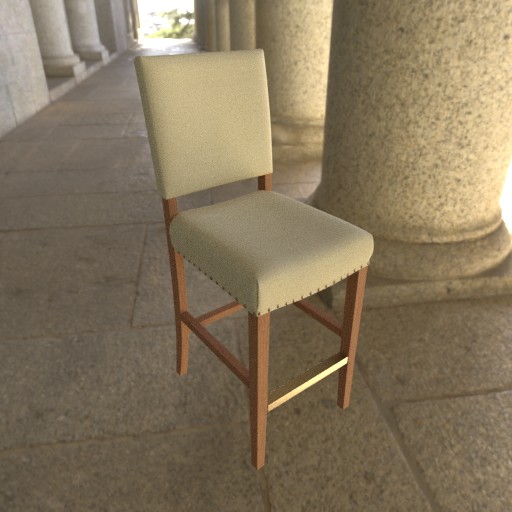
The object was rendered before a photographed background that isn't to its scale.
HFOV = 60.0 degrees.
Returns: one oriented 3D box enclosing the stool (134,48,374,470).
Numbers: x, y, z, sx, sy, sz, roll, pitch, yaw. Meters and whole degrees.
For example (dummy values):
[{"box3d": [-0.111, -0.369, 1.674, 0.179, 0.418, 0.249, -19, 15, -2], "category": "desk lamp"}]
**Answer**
[{"box3d": [0.000, 0.000, 1.429, 0.445, 1.168, 0.584, -21, 35, -32], "category": "stool"}]
